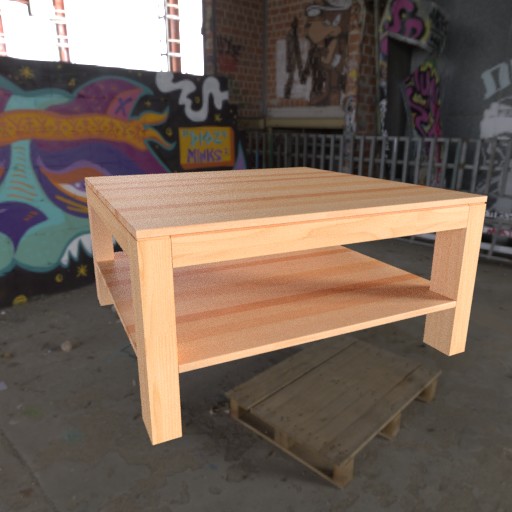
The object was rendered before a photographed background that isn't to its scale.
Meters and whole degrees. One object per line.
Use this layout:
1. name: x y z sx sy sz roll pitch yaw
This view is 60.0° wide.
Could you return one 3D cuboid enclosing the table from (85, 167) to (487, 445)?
1. table: 0.000 0.000 1.415 0.900 0.450 0.900 -8 18 -25
